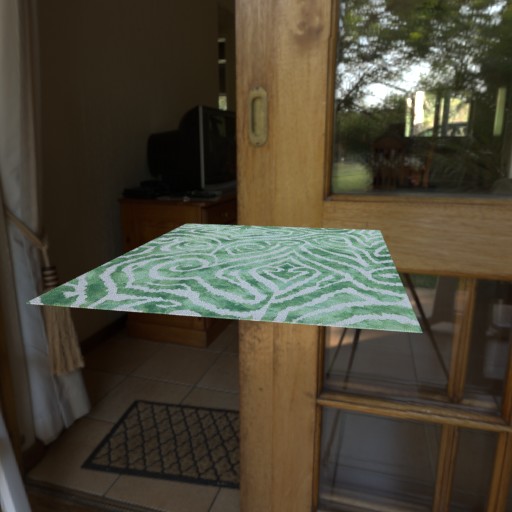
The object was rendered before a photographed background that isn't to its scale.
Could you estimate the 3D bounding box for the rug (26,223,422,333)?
[{"bbox_3d":[0.000,0.000,4.087,2.436,0.007,3.045,3,14,11],"label":"rug"}]
